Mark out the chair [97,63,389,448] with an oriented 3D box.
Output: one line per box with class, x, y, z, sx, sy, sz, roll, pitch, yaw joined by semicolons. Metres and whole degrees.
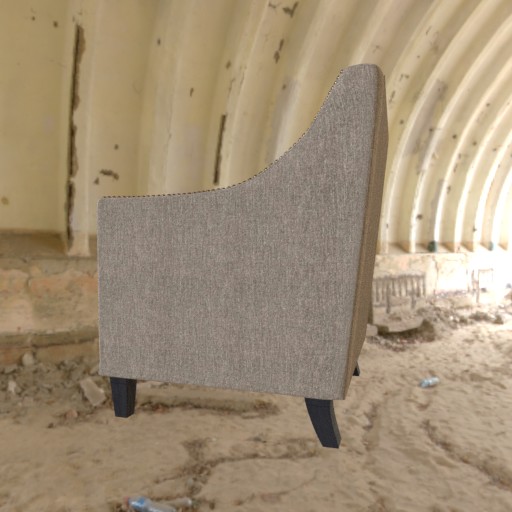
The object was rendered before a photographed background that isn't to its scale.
chair;0.000;0.000;1.567;0.884;0.967;0.776;0;1;17
